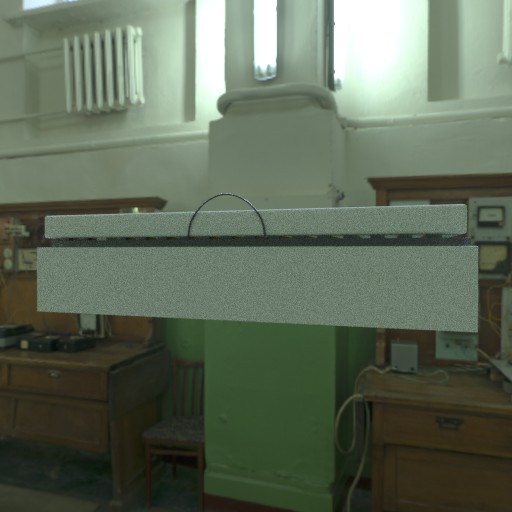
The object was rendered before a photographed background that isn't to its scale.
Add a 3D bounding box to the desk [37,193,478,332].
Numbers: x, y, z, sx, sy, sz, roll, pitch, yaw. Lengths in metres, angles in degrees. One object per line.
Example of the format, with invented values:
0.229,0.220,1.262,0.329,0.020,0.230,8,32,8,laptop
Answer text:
0.000,0.000,2.256,1.900,0.526,0.900,0,1,17,desk
